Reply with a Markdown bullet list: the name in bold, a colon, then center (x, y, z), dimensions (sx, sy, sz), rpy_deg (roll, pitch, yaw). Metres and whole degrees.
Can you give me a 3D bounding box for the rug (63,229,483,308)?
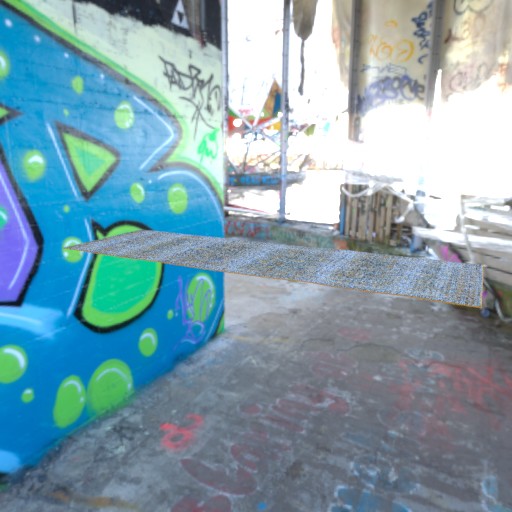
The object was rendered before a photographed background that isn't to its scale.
- **rug**: center (0.000, 0.000, 2.503), dimensions (2.294, 0.014, 0.704), rpy_deg (7, 15, 26)
